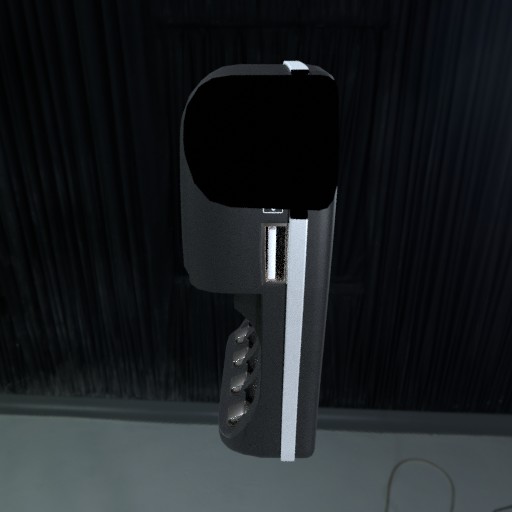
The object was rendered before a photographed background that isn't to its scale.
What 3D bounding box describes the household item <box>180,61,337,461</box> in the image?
[{"bbox_3d":[0.000,0.000,0.143,0.038,0.114,0.070,0,26,1],"label":"household item"}]
